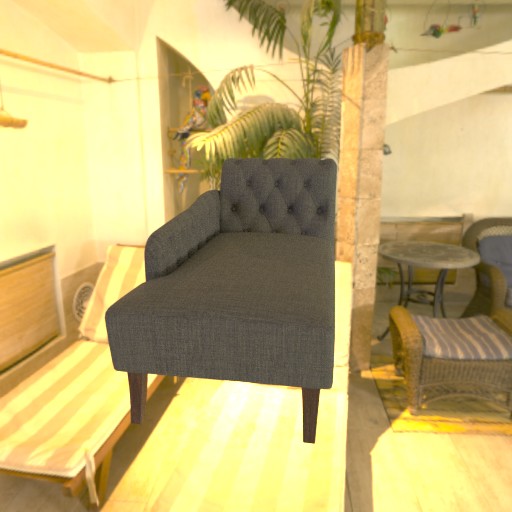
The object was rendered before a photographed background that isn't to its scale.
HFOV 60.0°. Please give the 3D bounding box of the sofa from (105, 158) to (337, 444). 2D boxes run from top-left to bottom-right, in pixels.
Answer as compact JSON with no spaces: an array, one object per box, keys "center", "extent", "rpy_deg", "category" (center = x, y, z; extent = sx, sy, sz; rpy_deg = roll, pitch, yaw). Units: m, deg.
[{"center":[0.000,0.000,1.882],"extent":[0.675,0.787,1.379],"rpy_deg":[2,14,10],"category":"sofa"}]
